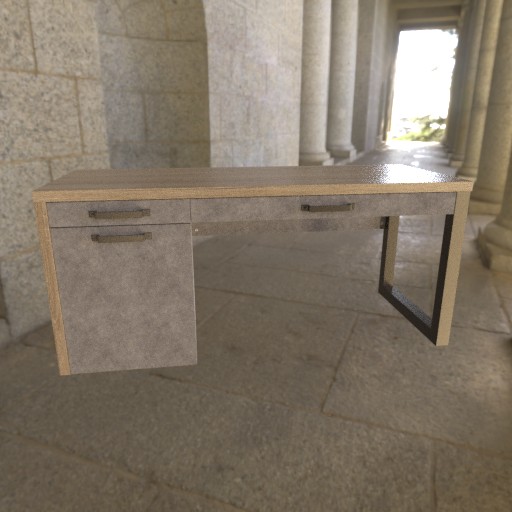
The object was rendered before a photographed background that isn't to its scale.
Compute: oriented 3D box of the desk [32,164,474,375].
[{"bbox_3d":[0.000,0.000,2.104,1.700,0.760,0.690,-3,18,-8],"label":"desk"}]
